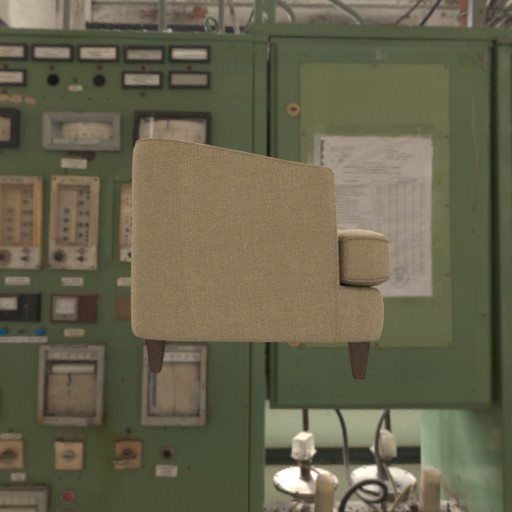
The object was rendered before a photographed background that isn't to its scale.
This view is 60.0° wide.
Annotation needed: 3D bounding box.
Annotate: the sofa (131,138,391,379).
[{"bbox_3d":[0.000,0.000,2.299,0.941,0.855,1.733,0,-1,0],"label":"sofa"}]
